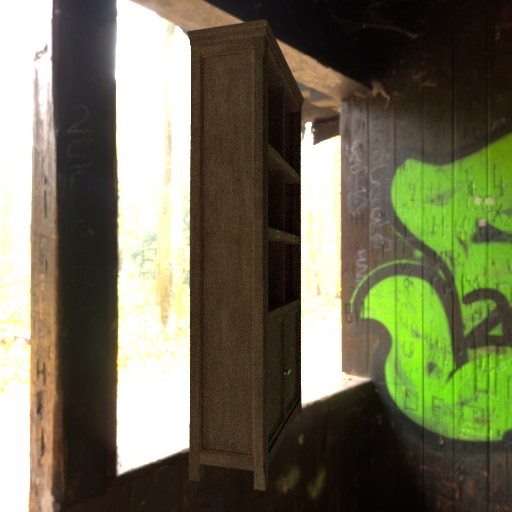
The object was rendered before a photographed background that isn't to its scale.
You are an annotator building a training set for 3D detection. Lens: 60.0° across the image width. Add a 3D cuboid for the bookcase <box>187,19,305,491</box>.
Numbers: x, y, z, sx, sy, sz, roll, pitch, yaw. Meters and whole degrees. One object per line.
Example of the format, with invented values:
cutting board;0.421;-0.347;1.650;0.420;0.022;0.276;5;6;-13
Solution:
bookcase;0.000;0.000;2.226;0.348;1.880;0.906;0;-1;16
